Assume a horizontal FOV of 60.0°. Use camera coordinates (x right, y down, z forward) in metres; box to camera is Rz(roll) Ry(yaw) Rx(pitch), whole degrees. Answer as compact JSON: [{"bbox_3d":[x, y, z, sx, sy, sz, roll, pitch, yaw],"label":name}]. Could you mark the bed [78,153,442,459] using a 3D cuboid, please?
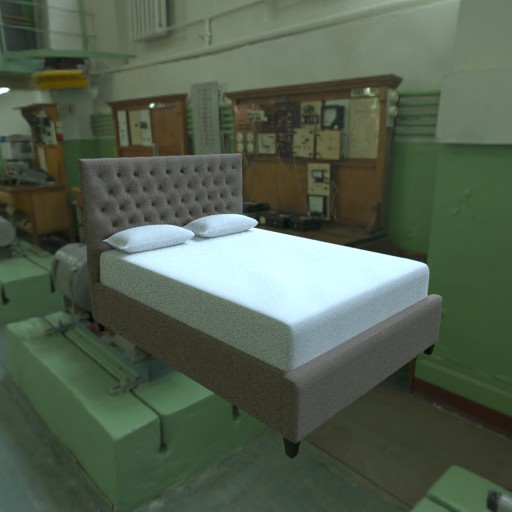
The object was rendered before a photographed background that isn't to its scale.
[{"bbox_3d":[0.000,0.000,3.376,1.696,1.426,2.233,-14,21,-43],"label":"bed"}]
